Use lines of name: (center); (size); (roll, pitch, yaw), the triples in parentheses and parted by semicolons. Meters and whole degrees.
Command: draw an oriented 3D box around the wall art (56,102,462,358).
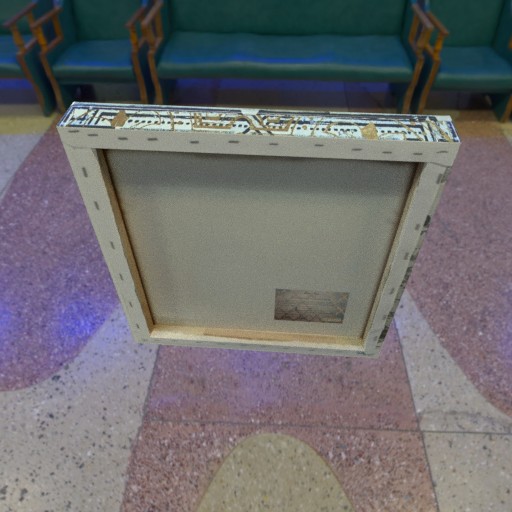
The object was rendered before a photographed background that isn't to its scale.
wall art: (0.000, 0.000, 0.453); (0.302, 0.306, 0.038); (3, 47, 3)
